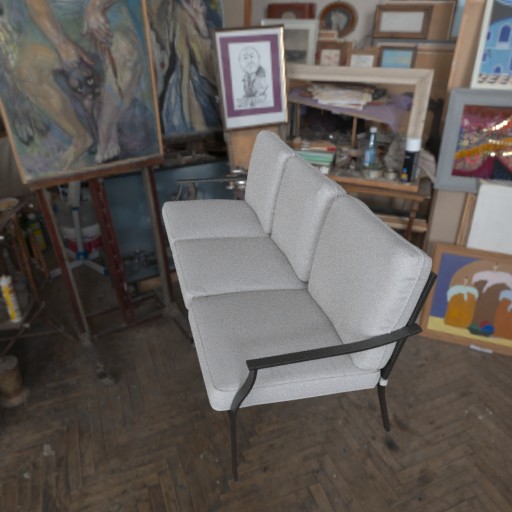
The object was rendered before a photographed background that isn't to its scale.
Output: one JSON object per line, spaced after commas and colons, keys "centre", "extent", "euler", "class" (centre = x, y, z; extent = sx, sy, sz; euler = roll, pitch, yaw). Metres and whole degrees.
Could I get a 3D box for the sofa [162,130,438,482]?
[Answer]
{"centre": [0.000, 0.000, 2.222], "extent": [0.787, 0.860, 1.740], "euler": [-8, 31, -14], "class": "sofa"}
